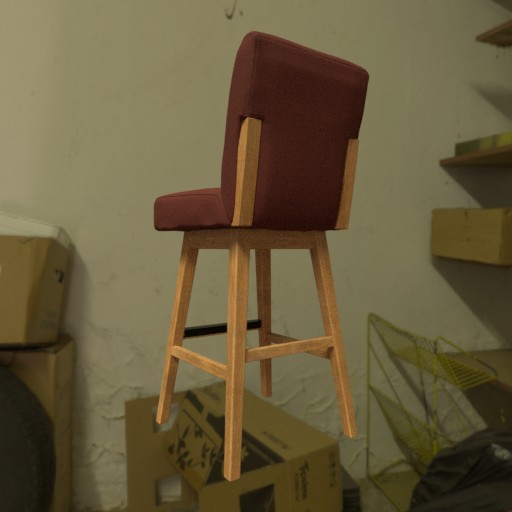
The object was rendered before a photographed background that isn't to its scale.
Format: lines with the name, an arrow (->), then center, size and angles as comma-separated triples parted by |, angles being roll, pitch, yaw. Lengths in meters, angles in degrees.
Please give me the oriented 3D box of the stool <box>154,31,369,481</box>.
stool -> 0.000, 0.000, 1.376 | 0.468, 1.093, 0.562 | -1, 2, -35
